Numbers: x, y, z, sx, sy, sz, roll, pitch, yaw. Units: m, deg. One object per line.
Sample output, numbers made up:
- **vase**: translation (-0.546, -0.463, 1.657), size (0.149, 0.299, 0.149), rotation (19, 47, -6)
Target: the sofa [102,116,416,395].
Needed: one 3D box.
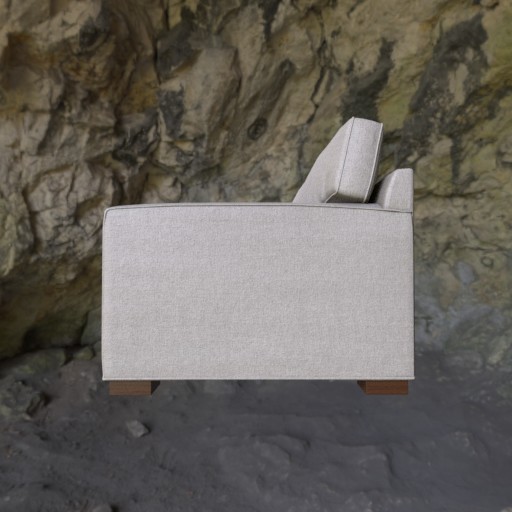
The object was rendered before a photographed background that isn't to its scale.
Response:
- **sofa**: translation (0.000, 0.000, 2.047), size (0.940, 0.853, 1.484), rotation (0, -1, 0)
